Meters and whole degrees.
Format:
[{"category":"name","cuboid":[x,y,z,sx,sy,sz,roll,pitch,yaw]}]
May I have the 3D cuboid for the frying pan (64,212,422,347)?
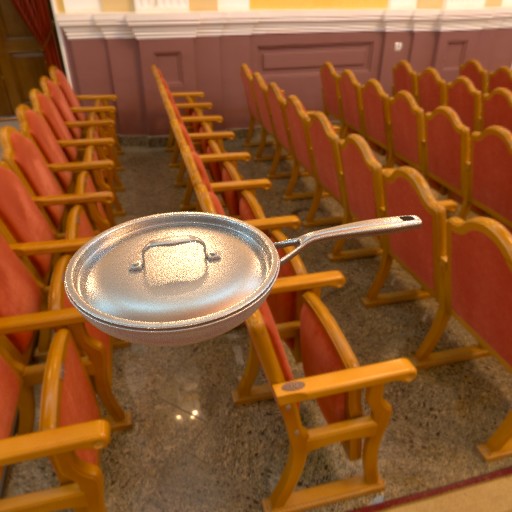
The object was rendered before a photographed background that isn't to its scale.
[{"category":"frying pan","cuboid":[0.000,0.000,0.606,0.490,0.086,0.272,-8,33,-12]}]
